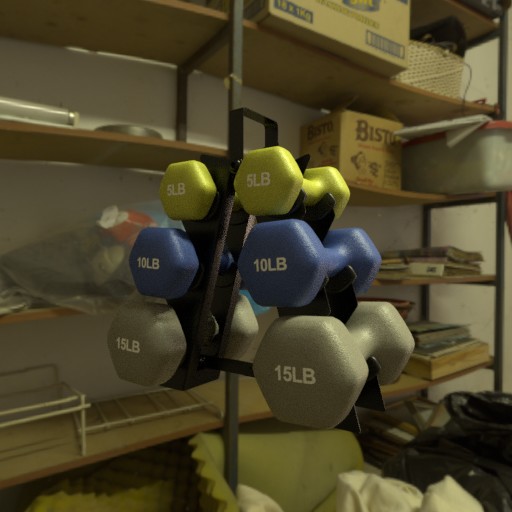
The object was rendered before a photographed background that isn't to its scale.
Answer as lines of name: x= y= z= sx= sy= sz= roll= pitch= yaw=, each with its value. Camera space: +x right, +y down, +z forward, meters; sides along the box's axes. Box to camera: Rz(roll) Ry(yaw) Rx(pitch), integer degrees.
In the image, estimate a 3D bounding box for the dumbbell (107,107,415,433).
dumbbell: x=0.000 y=0.000 z=0.673 sx=0.416 sy=0.426 sz=0.261 roll=0 pitch=0 yaw=35
